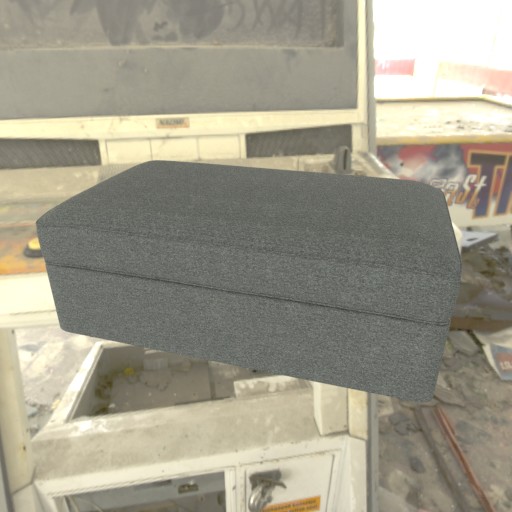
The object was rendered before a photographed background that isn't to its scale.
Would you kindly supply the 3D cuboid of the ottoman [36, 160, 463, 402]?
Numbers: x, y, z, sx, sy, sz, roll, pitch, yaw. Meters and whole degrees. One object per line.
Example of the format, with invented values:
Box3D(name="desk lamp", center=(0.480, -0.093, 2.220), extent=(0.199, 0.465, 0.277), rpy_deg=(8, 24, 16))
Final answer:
Box3D(name="ottoman", center=(0.000, 0.000, 1.503), extent=(1.173, 0.494, 0.681), rpy_deg=(8, 28, 15))
